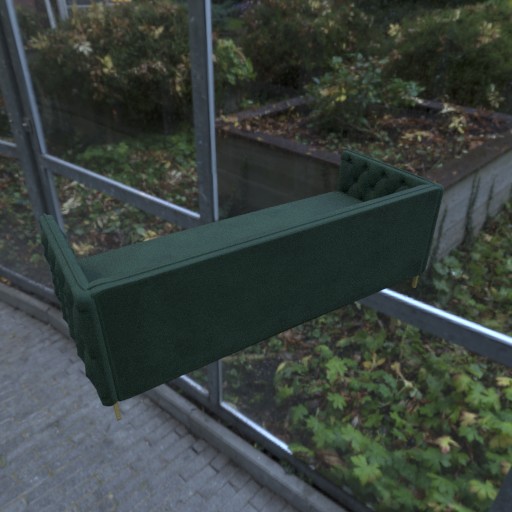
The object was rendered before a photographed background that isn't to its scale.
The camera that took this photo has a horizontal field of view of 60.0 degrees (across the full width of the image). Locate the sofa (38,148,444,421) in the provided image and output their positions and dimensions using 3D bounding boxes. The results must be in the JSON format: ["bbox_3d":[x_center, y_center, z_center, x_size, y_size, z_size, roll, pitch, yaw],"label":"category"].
[{"bbox_3d":[0.000,0.000,2.683,2.209,0.771,0.895,-18,35,-27],"label":"sofa"}]
